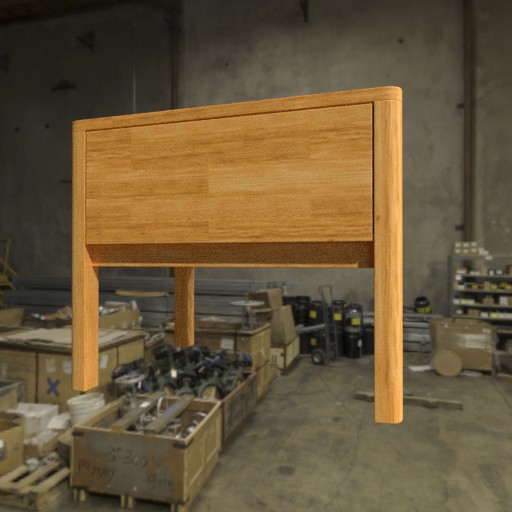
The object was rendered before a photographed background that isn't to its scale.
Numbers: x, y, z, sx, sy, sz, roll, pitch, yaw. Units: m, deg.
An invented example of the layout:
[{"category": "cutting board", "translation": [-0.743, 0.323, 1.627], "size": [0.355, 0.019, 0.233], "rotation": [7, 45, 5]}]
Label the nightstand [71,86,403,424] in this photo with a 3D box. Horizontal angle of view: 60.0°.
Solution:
[{"category": "nightstand", "translation": [0.000, 0.000, 0.904], "size": [0.560, 0.470, 0.440], "rotation": [0, 0, 17]}]
